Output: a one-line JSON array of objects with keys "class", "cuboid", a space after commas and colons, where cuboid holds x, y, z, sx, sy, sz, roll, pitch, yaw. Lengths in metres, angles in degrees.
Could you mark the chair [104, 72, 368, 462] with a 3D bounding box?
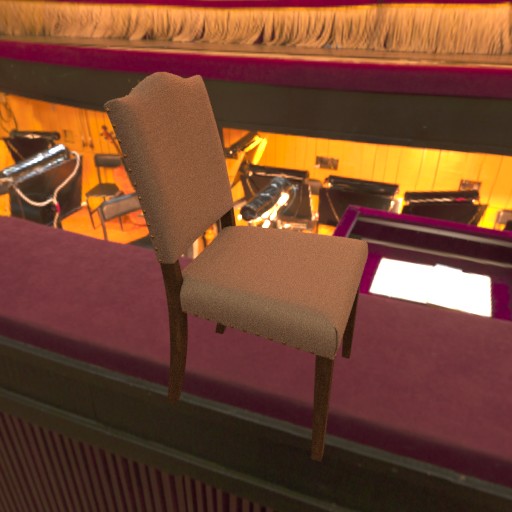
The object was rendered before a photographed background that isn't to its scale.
[{"class": "chair", "cuboid": [0.000, 0.000, 1.351, 0.620, 1.020, 0.508, 11, 31, 18]}]
